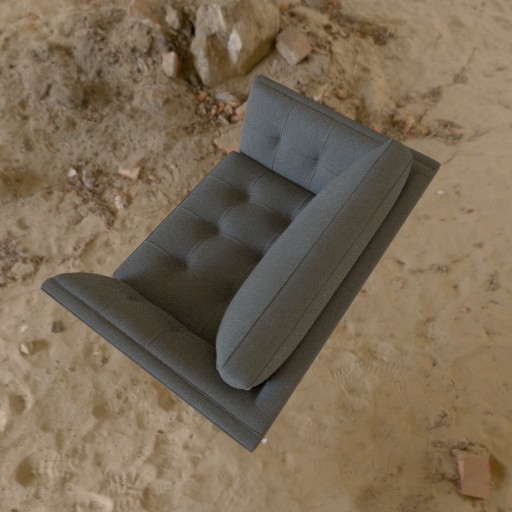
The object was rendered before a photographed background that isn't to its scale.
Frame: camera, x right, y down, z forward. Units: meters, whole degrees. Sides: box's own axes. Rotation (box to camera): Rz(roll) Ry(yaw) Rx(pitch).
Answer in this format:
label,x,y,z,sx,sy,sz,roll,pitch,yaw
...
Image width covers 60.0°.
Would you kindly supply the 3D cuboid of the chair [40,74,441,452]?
label,x,y,z,sx,sy,sz,roll,pitch,yaw
chair,0.000,0.000,2.017,0.965,0.942,1.396,32,66,16
